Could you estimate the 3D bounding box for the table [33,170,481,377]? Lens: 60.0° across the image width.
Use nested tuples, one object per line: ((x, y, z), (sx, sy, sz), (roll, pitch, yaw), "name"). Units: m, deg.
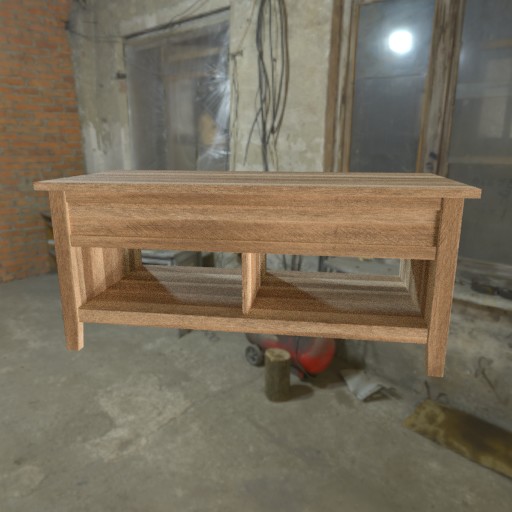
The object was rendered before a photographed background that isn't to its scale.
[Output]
((0.000, 0.000, 1.367), (1.095, 0.480, 0.493), (2, 15, 8), "table")
